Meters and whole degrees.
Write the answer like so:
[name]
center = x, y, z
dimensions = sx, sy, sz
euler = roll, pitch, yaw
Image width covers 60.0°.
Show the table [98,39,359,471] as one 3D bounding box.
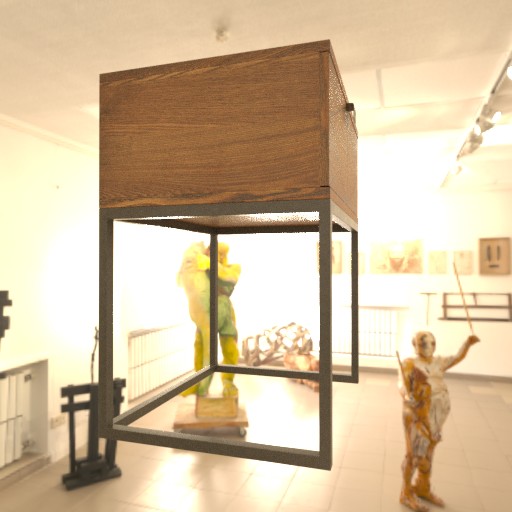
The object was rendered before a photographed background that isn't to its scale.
[table]
center = 0.000, 0.000, 0.911
dimensions = 0.400, 0.610, 0.482
euler = 0, -1, 18
